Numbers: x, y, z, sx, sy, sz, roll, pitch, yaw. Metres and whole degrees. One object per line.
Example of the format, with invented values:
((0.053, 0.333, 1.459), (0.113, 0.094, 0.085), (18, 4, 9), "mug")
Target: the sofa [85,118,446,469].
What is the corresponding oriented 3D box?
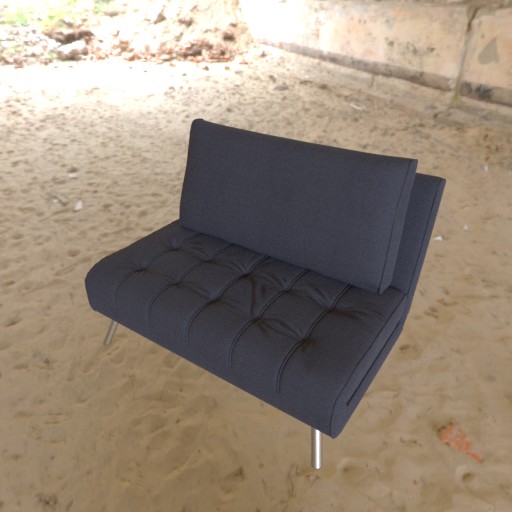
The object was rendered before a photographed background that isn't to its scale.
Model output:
((0.000, 0.000, 1.880), (1.220, 0.910, 0.910), (19, 36, 29), "sofa")
